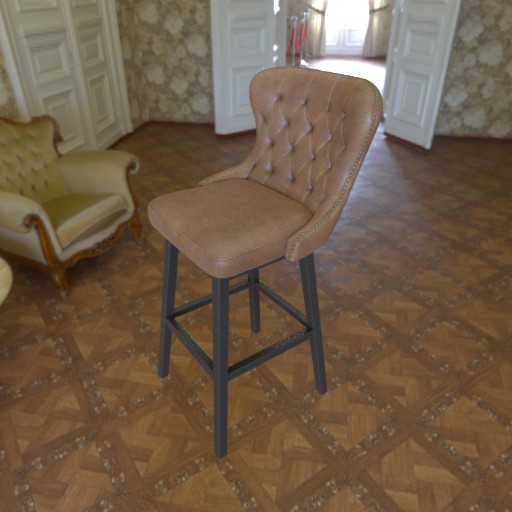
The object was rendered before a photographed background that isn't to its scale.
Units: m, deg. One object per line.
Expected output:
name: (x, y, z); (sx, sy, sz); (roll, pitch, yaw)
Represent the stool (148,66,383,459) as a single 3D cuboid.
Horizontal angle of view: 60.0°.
stool: (0.000, 0.000, 1.412); (0.601, 1.050, 0.528); (-20, 36, -30)
